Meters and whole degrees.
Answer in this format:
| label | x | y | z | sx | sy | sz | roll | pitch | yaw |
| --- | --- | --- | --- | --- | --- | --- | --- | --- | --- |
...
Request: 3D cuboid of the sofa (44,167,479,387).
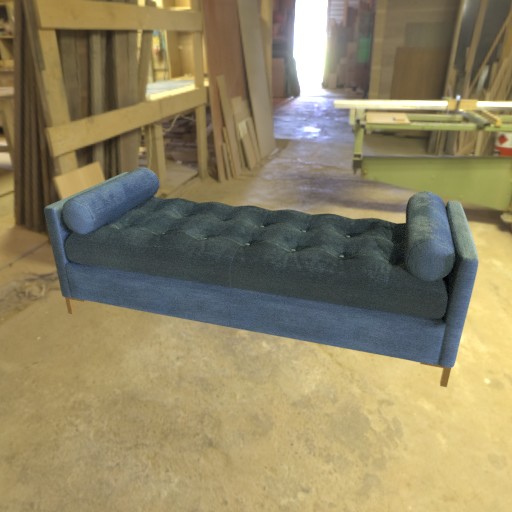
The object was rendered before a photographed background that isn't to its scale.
| label | x | y | z | sx | sy | sz | roll | pitch | yaw |
| --- | --- | --- | --- | --- | --- | --- | --- | --- | --- |
| sofa | 0.000 | 0.000 | 2.466 | 2.102 | 0.705 | 0.796 | 8 | 26 | 16 |
